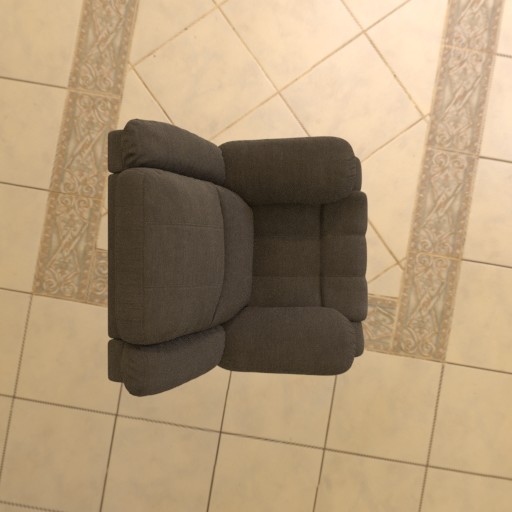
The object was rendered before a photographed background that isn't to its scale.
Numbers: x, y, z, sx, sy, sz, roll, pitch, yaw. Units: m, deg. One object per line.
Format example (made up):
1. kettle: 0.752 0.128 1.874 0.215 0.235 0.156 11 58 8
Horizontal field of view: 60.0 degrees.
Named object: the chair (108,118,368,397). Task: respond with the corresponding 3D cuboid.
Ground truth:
1. chair: 0.000 0.000 1.762 0.944 1.008 0.899 0 90 0
